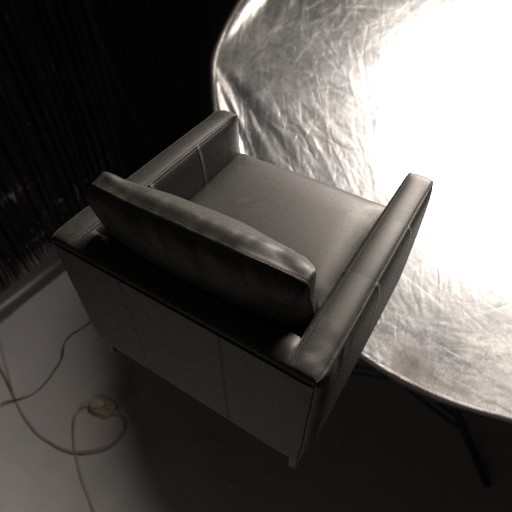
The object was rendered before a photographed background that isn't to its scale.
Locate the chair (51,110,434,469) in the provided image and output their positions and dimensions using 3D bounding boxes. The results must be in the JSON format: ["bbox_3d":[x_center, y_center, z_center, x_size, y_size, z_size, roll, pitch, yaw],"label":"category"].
[{"bbox_3d":[0.000,0.000,1.472,0.967,0.824,0.861,25,52,21],"label":"chair"}]
